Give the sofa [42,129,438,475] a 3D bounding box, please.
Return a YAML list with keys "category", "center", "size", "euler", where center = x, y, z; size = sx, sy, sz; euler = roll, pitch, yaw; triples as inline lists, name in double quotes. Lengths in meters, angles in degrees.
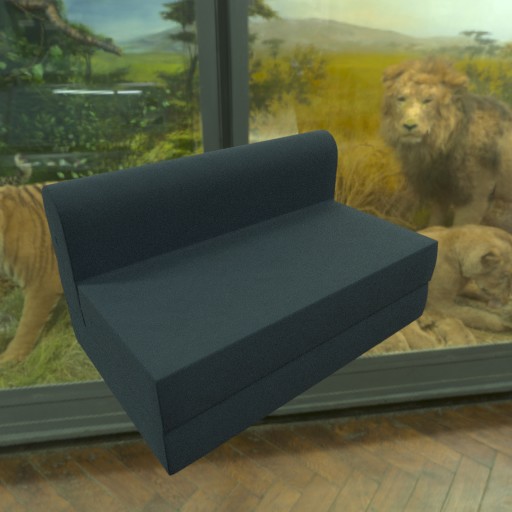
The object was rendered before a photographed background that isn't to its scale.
- category: "sofa"
  center: [0.000, 0.000, 1.637]
  size: [1.219, 0.660, 0.762]
  euler: [-21, 35, -33]
